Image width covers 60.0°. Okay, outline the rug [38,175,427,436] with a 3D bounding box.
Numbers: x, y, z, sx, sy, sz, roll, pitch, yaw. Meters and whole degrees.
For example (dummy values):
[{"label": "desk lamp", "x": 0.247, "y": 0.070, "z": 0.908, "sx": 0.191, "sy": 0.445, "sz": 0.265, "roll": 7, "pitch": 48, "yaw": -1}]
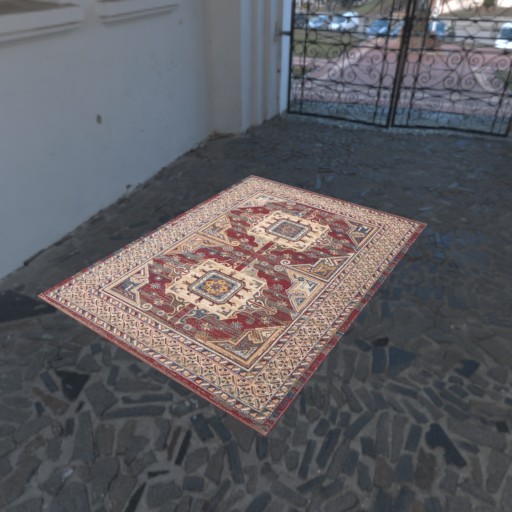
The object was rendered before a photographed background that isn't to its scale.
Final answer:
[{"label": "rug", "x": 0.000, "y": 0.000, "z": 4.362, "sx": 2.381, "sy": 0.013, "sz": 3.197, "roll": 21, "pitch": 39, "yaw": 29}]
